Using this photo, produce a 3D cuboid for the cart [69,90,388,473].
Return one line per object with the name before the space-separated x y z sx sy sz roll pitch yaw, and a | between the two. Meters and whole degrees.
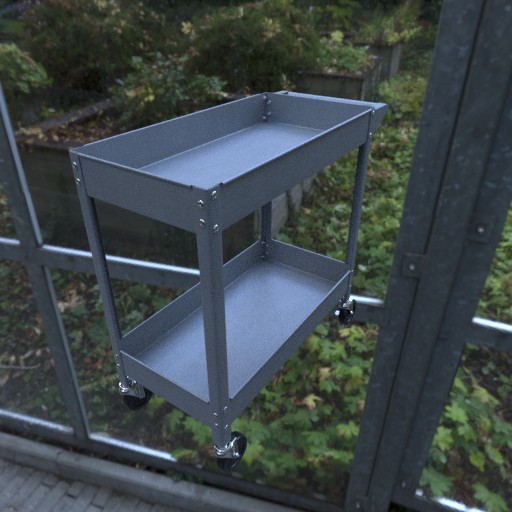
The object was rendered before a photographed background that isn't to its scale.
cart | 0.000 0.000 1.192 0.366 0.719 0.779 19 36 29
